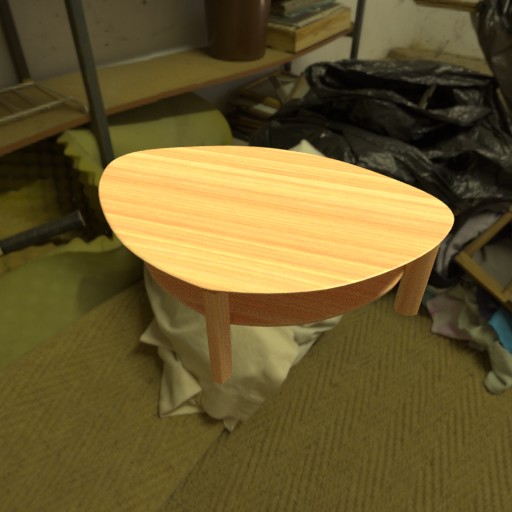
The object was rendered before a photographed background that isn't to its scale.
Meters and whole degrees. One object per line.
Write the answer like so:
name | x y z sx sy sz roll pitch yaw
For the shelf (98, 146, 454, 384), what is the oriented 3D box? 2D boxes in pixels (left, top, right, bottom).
shelf | 0.000 0.000 1.609 1.246 0.440 0.845 12 41 14
